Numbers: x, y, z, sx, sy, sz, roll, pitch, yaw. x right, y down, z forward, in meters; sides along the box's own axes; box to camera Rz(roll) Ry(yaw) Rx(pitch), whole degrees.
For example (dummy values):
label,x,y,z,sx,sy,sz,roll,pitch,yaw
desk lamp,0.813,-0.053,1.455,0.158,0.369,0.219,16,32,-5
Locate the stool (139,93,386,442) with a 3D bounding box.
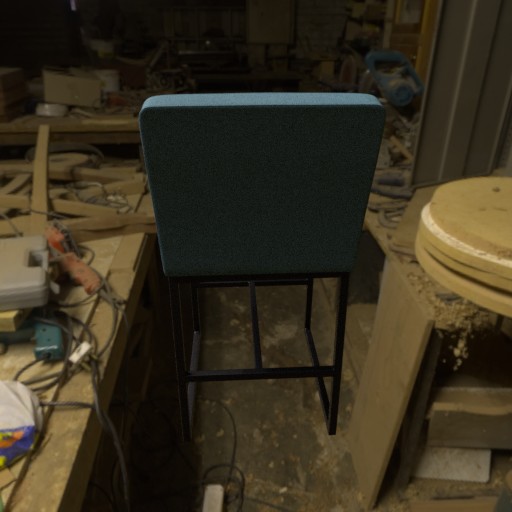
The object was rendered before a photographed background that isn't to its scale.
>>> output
label,x,y,z,sx,sy,sz,roll,pitch,yaw
stool,0.000,0.000,1.249,0.460,0.940,0.560,-1,29,-3
